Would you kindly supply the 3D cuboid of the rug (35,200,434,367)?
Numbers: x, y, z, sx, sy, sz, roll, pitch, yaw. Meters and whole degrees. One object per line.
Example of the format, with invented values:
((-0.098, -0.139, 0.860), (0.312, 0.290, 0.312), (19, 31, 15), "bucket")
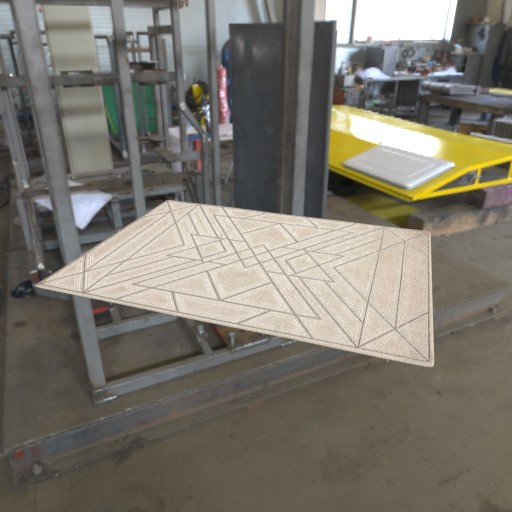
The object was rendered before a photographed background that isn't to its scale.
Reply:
((0.000, 0.000, 4.522), (3.381, 0.026, 2.436), (9, 28, 17), "rug")
